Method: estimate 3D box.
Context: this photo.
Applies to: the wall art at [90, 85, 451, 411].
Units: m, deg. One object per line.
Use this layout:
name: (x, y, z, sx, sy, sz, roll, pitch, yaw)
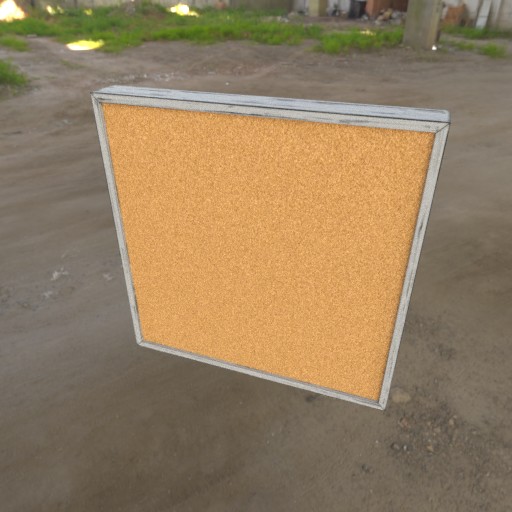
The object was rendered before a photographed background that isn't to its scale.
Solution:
wall art: (0.000, 0.000, 0.448, 0.303, 0.303, 0.036, 10, 33, 16)
